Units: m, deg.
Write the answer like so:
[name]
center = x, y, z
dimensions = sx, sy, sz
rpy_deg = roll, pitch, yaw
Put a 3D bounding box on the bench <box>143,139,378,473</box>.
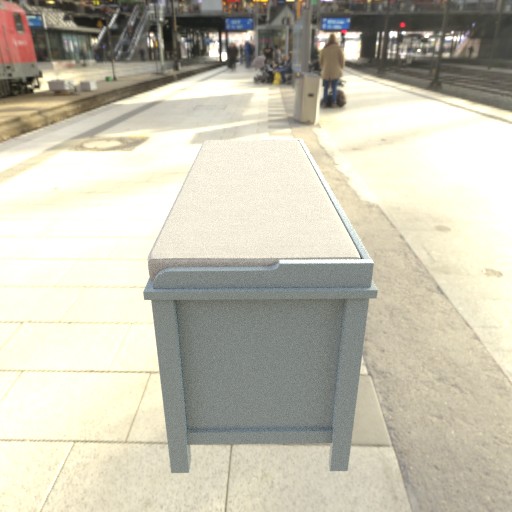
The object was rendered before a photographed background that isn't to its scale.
[bench]
center = 0.000, 0.000, 1.352
dimensions = 0.398, 0.501, 1.140
rpy_deg = 0, 25, -1
